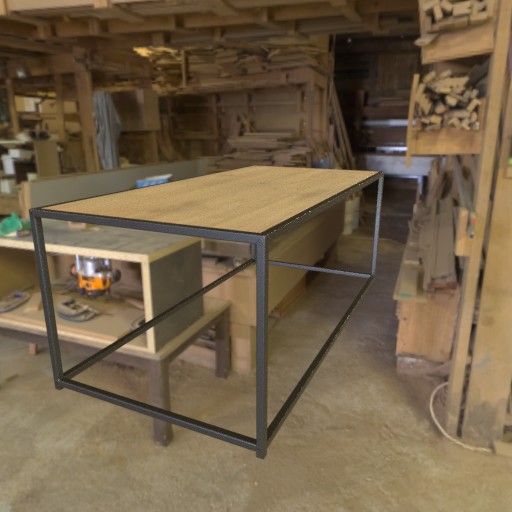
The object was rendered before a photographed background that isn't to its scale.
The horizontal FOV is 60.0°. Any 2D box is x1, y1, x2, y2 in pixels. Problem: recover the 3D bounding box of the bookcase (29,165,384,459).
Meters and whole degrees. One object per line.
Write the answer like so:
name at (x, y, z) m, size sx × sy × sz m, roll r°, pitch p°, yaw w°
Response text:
bookcase at (0.000, 0.000, 1.242) m, size 0.500 × 0.400 × 1.000 m, roll 8°, pitch 18°, yaw 24°
